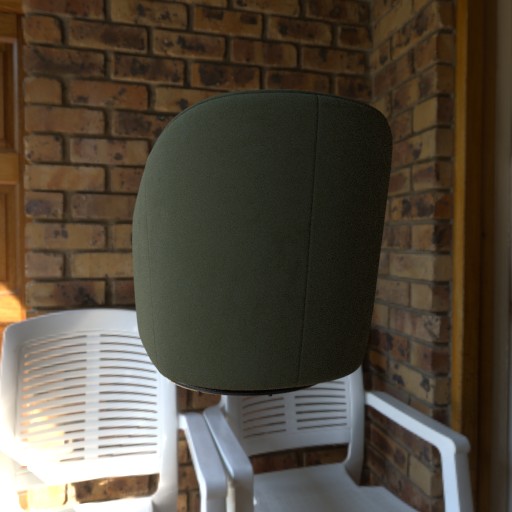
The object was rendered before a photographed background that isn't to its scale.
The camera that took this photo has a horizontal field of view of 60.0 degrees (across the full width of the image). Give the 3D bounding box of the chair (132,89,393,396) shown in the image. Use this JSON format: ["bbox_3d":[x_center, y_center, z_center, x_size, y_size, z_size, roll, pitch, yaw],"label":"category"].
[{"bbox_3d":[0.000,0.000,1.451,0.747,0.799,0.875,-1,2,-19],"label":"chair"}]
